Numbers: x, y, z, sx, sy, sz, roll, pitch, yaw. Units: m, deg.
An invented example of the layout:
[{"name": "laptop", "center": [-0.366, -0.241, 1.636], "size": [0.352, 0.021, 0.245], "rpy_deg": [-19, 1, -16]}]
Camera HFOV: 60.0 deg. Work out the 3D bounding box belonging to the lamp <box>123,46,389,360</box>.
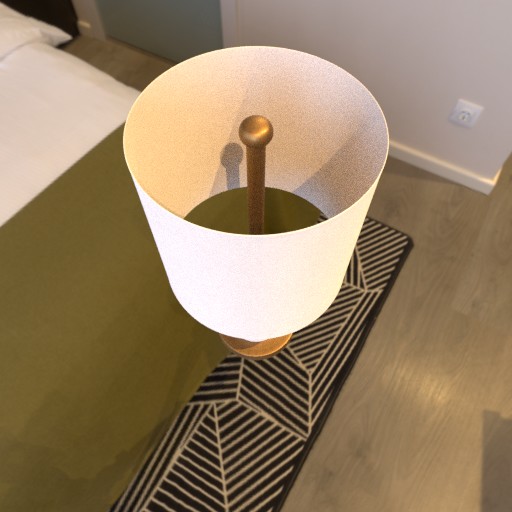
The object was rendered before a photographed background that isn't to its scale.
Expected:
[{"name": "lamp", "center": [0.000, 0.000, 0.525], "size": [0.210, 0.410, 0.210], "rpy_deg": [0, 59, 0]}]
